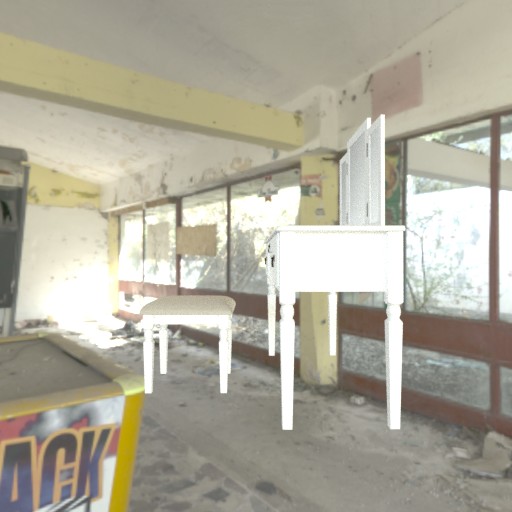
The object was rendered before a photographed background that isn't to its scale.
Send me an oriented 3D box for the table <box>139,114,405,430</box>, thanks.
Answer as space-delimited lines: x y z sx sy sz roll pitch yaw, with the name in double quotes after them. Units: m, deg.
0.000 0.000 2.313 1.115 1.310 1.369 0 0 -1 "table"
